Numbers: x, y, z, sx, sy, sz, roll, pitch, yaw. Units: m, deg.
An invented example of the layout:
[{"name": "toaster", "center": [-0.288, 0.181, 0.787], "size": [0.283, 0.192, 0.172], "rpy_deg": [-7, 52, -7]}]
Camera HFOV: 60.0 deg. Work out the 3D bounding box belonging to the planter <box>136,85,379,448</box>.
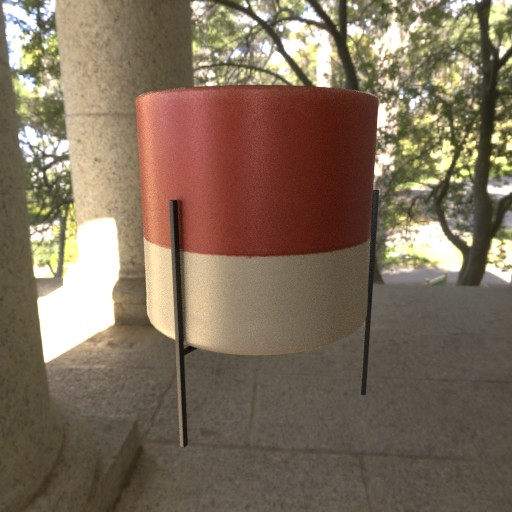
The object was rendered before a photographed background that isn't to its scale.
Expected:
[{"name": "planter", "center": [0.000, 0.000, 0.701], "size": [0.345, 0.465, 0.354], "rpy_deg": [-6, 15, -25]}]
